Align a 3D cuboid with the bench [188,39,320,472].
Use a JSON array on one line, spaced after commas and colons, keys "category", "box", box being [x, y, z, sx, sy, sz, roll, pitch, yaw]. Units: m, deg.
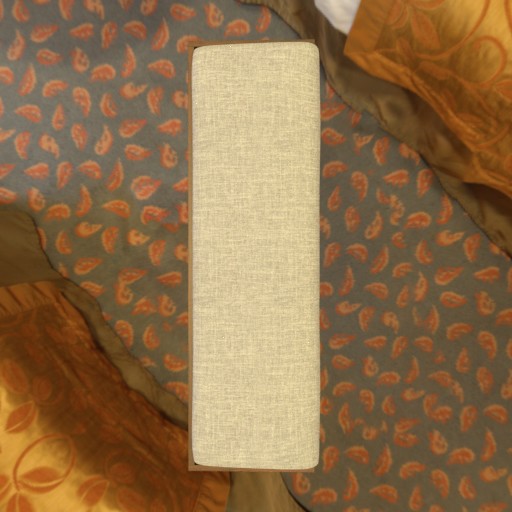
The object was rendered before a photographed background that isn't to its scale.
[{"category": "bench", "box": [0.000, 0.000, 1.427, 0.367, 0.468, 1.196, 0, 90, 2]}]
